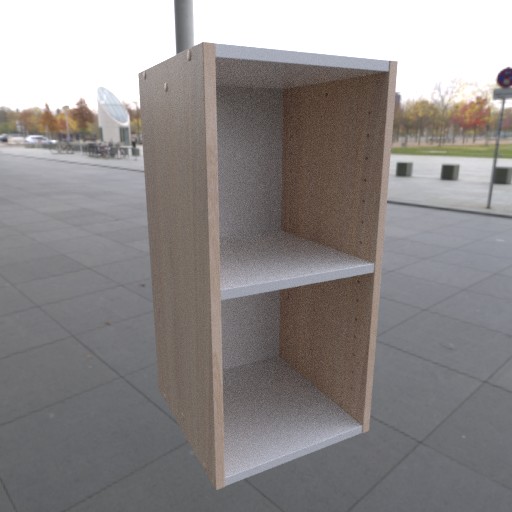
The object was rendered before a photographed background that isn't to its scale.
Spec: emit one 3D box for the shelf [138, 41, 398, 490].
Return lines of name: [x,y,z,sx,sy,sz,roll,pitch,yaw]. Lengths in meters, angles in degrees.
shelf: [0.000,0.000,0.753,0.290,0.594,0.297,-8,17,-27]
